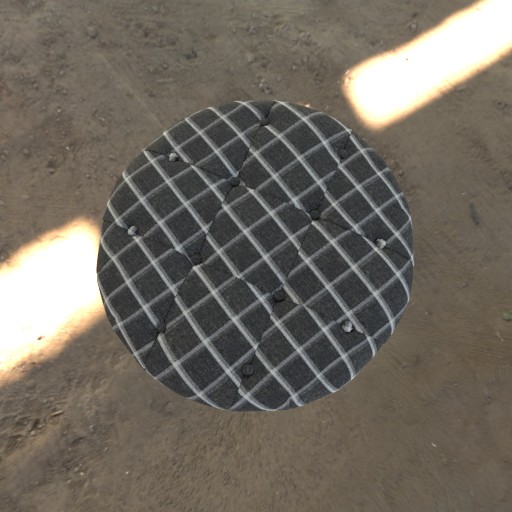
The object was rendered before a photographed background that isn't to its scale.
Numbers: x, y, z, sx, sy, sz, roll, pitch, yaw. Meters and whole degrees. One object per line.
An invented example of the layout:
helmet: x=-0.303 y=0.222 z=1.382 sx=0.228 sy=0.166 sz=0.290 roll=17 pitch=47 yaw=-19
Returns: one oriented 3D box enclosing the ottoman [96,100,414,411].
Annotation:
ottoman: x=0.000 y=0.000 z=1.378 sx=0.901 sy=0.439 sz=0.901 roll=0 pitch=75 yaw=0
